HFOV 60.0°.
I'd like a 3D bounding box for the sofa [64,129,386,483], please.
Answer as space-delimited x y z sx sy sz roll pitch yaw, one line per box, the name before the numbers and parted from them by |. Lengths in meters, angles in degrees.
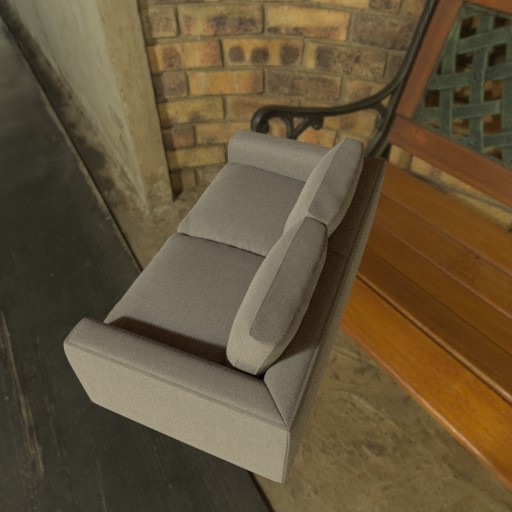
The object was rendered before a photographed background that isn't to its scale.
sofa | 0.000 0.000 2.458 1.069 0.800 1.920 16 48 15
